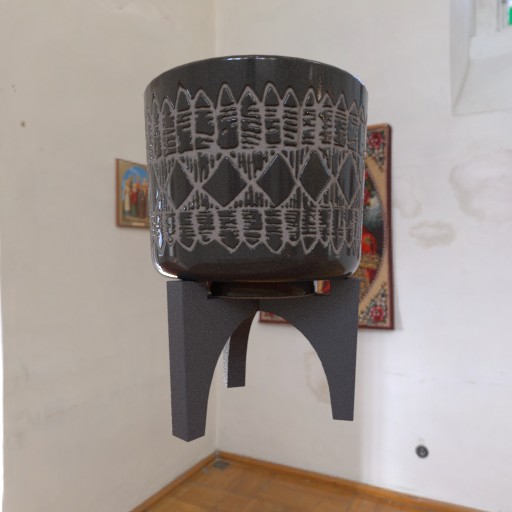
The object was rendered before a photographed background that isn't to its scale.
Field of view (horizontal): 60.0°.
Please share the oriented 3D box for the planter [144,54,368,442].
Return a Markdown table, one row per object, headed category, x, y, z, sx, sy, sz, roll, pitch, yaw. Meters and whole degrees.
| category | x | y | z | sx | sy | sz | roll | pitch | yaw |
| --- | --- | --- | --- | --- | --- | --- | --- | --- | --- |
| planter | 0.000 | 0.000 | 0.511 | 0.251 | 0.355 | 0.251 | 0 | 0 | -17 |
